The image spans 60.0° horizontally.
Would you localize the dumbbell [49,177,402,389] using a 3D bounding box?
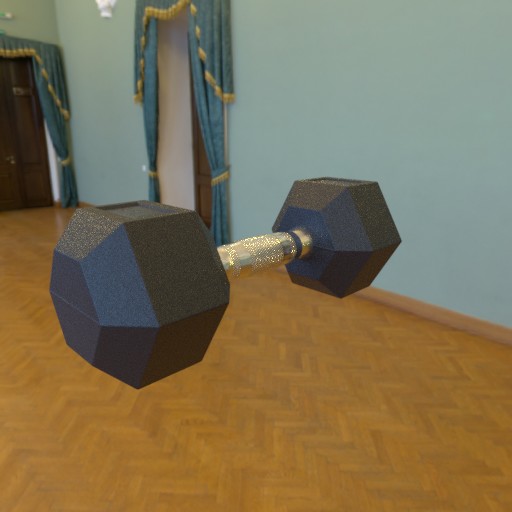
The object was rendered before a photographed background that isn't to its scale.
[{"bbox_3d":[0.000,0.000,0.427,0.356,0.123,0.141,-15,22,-42],"label":"dumbbell"}]
